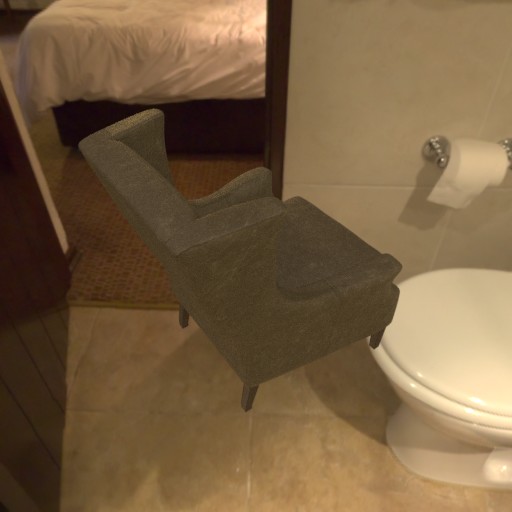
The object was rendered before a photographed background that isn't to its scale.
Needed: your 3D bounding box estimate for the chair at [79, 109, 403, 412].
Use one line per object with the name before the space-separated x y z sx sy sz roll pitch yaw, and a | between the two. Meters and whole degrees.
chair | 0.000 0.000 1.715 0.926 1.016 0.853 -25 47 -26
